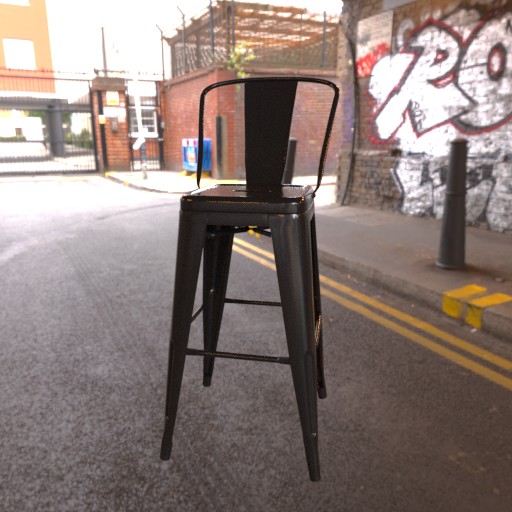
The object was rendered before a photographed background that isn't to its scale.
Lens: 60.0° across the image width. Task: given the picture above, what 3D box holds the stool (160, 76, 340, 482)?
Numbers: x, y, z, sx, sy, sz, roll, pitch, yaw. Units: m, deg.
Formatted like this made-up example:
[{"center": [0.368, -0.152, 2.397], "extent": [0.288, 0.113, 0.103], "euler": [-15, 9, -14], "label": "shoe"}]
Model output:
[{"center": [0.000, 0.000, 1.266], "extent": [0.432, 1.022, 0.528], "euler": [3, 15, 11], "label": "stool"}]
